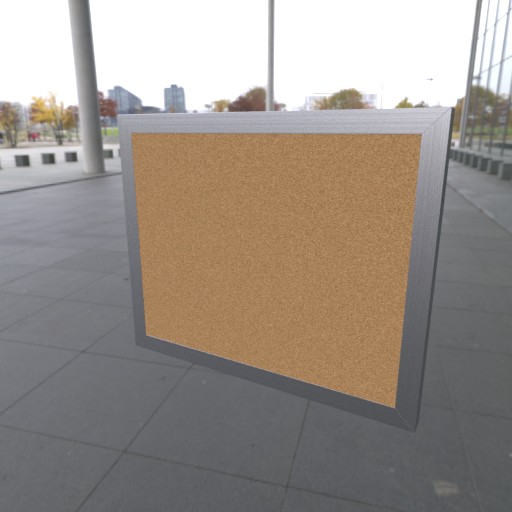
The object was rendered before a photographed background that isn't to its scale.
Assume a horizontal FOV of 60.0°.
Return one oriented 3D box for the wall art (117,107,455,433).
[{"bbox_3d":[0.000,0.000,0.738,0.557,0.456,0.032,9,18,29],"label":"wall art"}]
